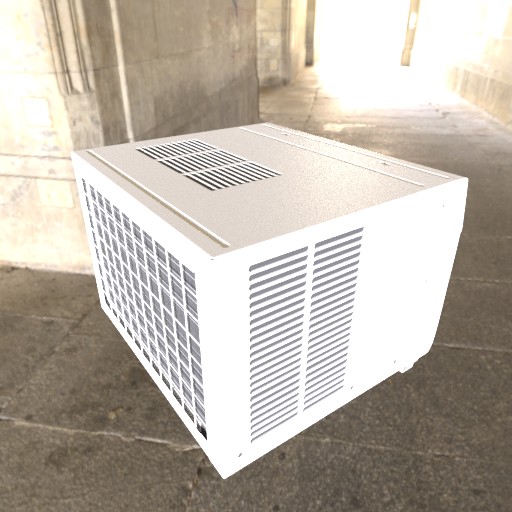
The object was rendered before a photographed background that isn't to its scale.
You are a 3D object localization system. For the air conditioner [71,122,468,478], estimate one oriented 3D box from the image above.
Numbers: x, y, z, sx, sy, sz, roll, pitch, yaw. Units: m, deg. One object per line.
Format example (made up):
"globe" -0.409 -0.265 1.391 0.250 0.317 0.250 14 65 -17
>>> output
"air conditioner" 0.000 0.000 1.053 0.599 0.455 0.645 -19 33 -31
